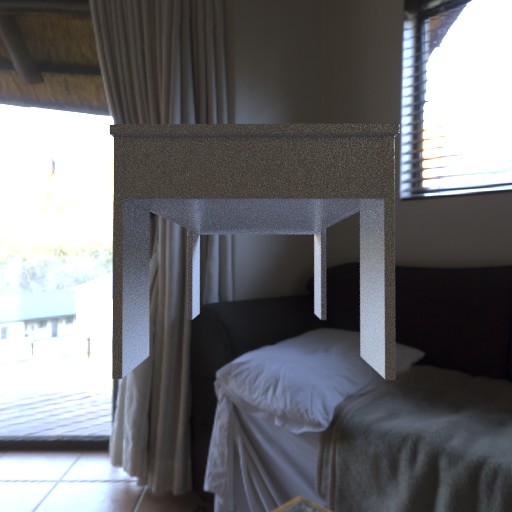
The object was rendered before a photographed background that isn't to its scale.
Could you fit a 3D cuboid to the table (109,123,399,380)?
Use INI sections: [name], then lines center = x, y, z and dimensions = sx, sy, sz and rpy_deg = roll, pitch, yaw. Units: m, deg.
[table]
center = 0.000, 0.000, 1.258
dimensions = 0.500, 0.440, 1.000
rpy_deg = 0, -1, 0
